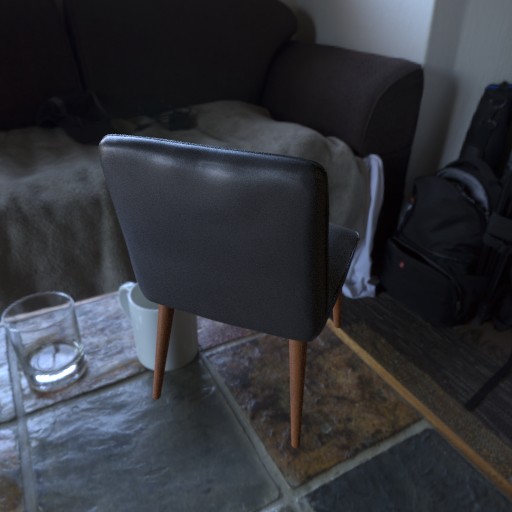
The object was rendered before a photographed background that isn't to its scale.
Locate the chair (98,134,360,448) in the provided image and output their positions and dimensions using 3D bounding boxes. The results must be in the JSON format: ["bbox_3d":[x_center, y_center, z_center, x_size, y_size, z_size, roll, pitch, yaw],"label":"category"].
[{"bbox_3d":[0.000,0.000,1.264,0.543,0.801,0.645,9,33,15],"label":"chair"}]
